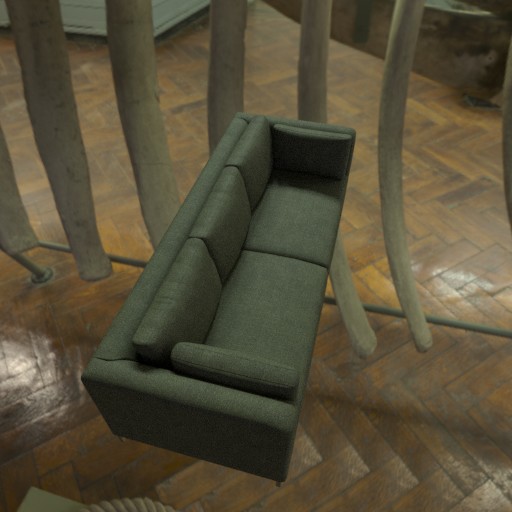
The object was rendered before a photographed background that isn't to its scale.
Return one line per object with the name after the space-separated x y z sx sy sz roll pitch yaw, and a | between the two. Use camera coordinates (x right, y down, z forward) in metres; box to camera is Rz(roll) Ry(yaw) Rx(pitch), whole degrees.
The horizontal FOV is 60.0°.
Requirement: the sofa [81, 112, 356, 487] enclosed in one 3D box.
0.000 0.000 2.891 0.969 0.867 2.415 11 48 10 | sofa
